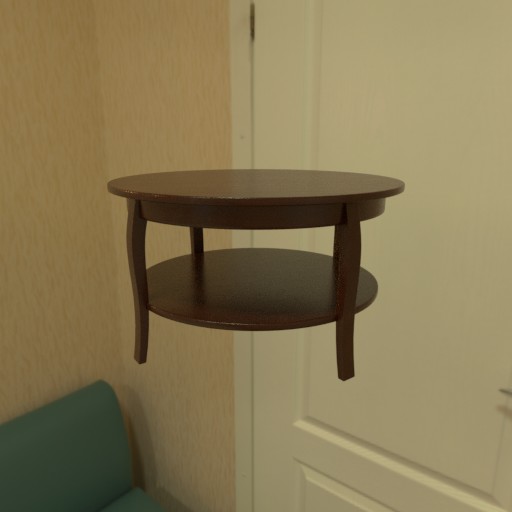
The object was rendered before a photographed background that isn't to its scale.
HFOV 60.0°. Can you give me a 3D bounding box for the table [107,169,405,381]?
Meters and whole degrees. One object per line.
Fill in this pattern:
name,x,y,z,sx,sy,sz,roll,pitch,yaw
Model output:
table,0.000,0.000,1.489,0.911,0.512,0.911,0,15,0
